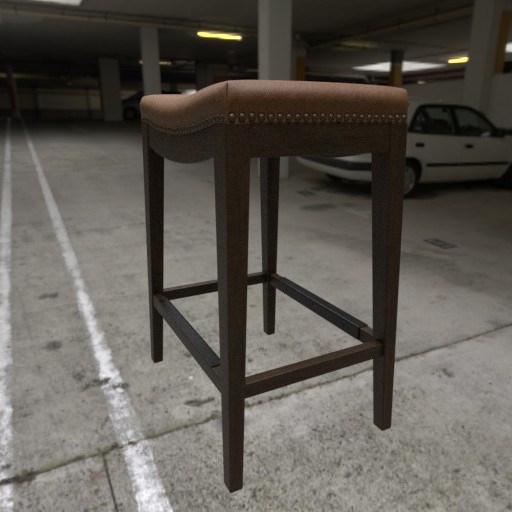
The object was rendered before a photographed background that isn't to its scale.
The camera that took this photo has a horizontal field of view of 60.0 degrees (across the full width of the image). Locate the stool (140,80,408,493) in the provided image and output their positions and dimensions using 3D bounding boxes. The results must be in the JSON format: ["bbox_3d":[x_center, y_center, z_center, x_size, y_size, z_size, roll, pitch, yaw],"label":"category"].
[{"bbox_3d":[0.000,0.000,0.940,0.361,0.660,0.500,-9,19,-26],"label":"stool"}]
